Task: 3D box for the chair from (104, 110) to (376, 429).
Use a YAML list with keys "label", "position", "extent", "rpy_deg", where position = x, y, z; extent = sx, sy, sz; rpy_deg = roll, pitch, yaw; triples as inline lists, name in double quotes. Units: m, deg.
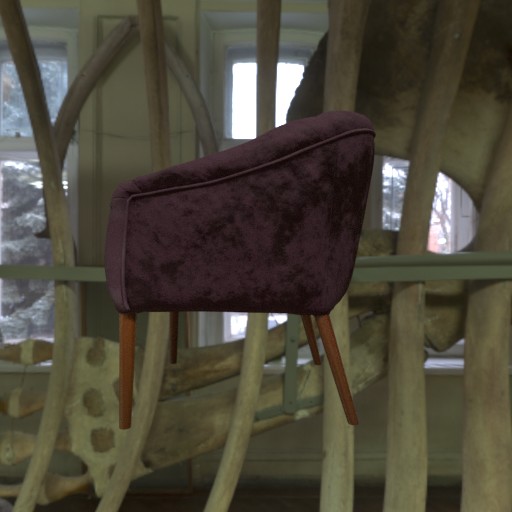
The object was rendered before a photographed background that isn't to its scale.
- label: "chair"
  position: [0.000, 0.000, 1.490]
  extent: [0.776, 0.885, 0.851]
  rpy_deg: [0, 0, 0]
